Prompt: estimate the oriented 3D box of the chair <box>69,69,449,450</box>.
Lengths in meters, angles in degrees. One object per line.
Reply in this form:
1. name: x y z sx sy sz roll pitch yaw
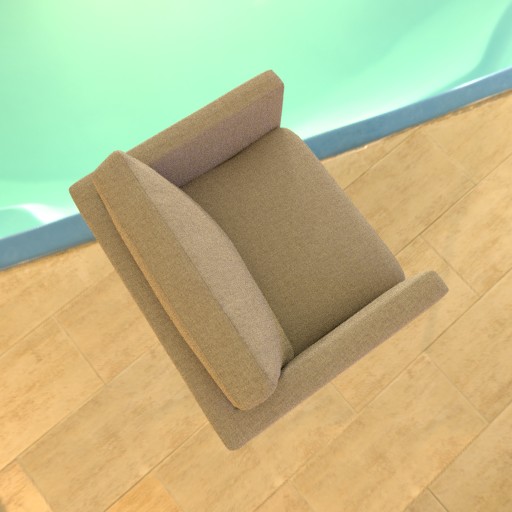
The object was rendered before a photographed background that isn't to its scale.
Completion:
1. chair: 0.000 0.000 1.826 0.959 0.961 1.107 -33 78 -8
